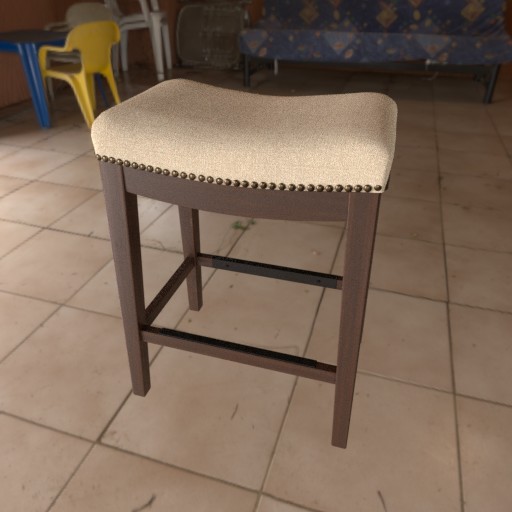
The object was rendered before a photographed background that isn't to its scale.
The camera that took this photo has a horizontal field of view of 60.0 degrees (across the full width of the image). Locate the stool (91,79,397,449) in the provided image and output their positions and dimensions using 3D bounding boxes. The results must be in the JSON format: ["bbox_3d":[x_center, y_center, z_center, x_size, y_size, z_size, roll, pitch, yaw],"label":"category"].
[{"bbox_3d":[0.000,0.000,0.972,0.509,0.669,0.363,9,34,14],"label":"stool"}]
